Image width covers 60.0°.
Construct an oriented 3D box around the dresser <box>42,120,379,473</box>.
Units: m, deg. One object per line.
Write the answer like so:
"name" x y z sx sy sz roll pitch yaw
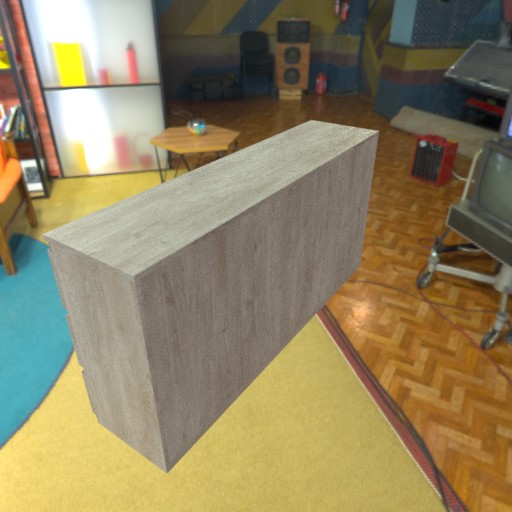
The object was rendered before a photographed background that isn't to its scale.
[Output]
"dresser" 0.000 0.000 1.935 0.390 0.795 1.590 20 36 29
